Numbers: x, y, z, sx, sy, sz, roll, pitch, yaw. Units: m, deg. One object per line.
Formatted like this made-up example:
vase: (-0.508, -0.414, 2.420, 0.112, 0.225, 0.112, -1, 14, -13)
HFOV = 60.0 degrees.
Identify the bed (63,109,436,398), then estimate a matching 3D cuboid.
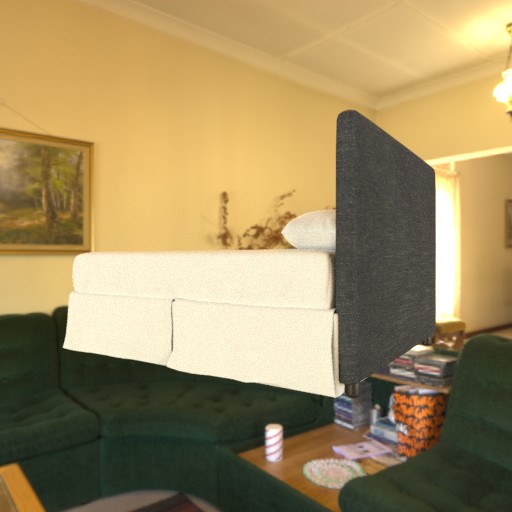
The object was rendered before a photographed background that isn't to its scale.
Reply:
bed: (0.000, 0.000, 3.200, 2.142, 1.330, 1.723, 0, 0, 34)
